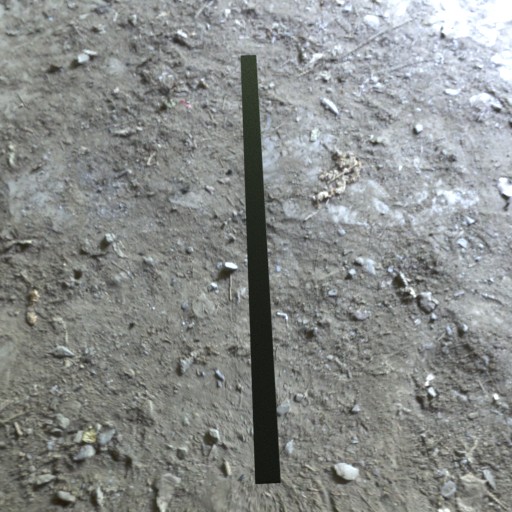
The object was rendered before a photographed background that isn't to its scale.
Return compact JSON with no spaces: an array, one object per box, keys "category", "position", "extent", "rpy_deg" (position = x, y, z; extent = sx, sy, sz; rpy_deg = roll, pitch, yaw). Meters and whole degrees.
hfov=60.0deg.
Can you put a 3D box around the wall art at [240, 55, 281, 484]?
[{"category":"wall art","position":[0.000,0.000,0.947],"extent":[0.037,0.303,0.860],"rpy_deg":[-2,64,-1]}]
